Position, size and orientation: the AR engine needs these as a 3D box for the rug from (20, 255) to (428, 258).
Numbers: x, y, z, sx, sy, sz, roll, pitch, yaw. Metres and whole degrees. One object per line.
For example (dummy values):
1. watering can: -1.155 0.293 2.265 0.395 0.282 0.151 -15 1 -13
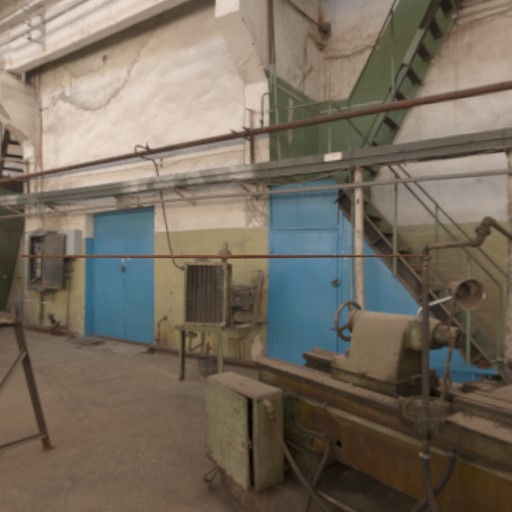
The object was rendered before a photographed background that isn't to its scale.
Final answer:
1. rug: 0.000 0.000 2.305 1.219 0.010 1.829 0 0 37
